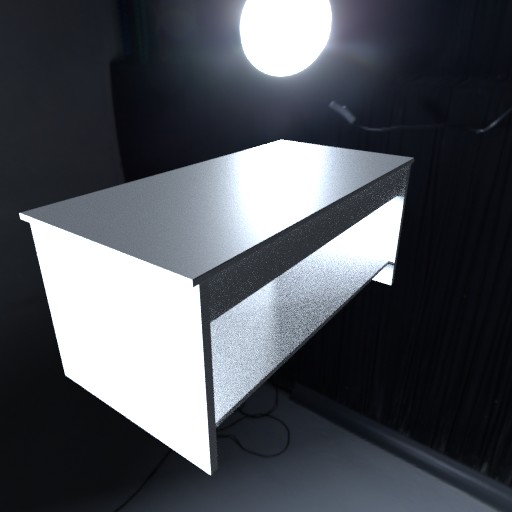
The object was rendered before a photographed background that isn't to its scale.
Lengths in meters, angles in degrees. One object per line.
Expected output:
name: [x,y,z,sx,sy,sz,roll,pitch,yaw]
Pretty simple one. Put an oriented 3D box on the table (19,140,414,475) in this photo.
table: [0.000,0.000,1.255,0.500,0.441,1.000,17,30,32]
